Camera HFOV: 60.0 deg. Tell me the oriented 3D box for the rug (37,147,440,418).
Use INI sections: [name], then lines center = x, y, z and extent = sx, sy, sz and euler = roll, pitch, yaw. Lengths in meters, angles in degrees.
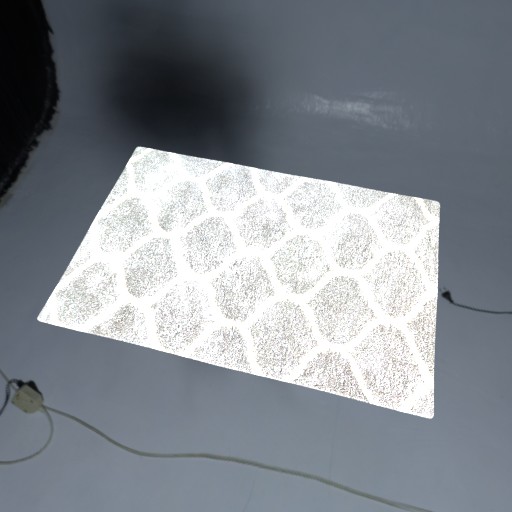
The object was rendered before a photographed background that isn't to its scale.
[rug]
center = 0.000, 0.000, 3.389
extent = 2.701, 0.026, 1.801
euler = 12, 57, 8
